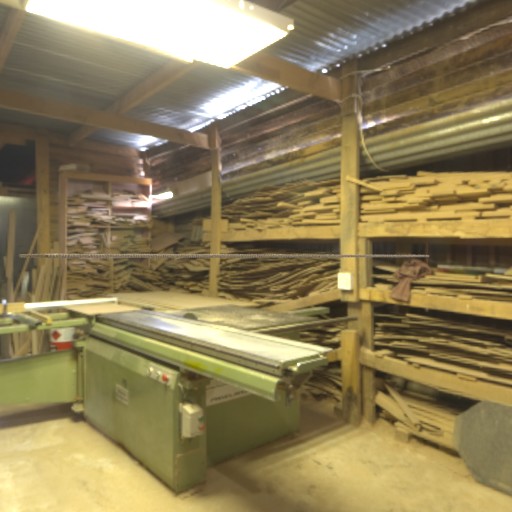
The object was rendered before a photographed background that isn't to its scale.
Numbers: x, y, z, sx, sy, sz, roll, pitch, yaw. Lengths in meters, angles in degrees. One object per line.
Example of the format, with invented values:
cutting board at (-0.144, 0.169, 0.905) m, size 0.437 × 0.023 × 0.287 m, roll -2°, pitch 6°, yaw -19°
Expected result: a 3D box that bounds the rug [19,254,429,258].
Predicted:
rug at (0.000, 0.000, 2.480) m, size 2.276 × 0.014 × 0.678 m, roll 0°, pitch 0°, yaw -35°
